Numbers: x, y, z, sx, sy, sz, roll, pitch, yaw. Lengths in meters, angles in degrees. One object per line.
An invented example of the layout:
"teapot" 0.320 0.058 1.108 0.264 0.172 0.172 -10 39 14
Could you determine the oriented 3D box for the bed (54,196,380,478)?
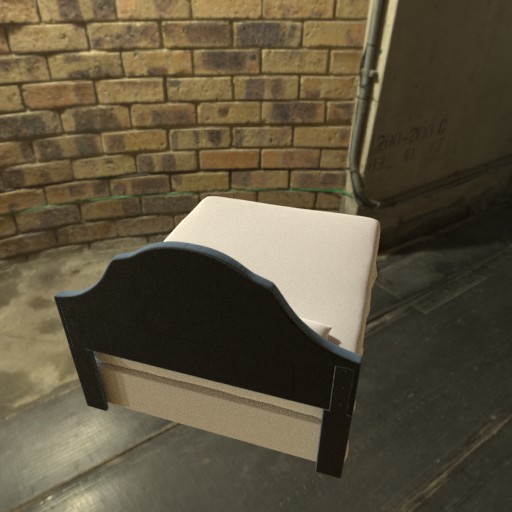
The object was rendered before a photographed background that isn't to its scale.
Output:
"bed" 0.000 0.000 3.731 2.039 1.617 2.477 10 34 15
